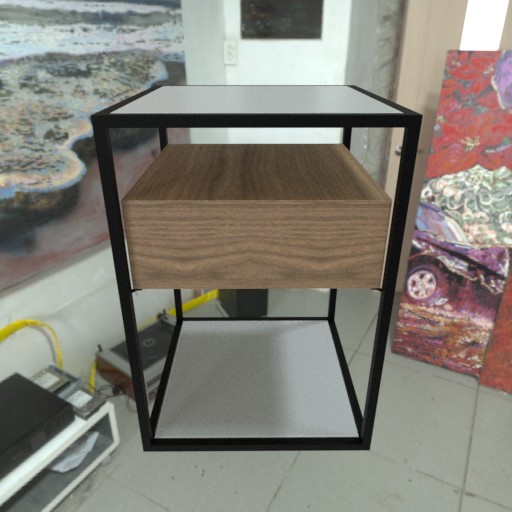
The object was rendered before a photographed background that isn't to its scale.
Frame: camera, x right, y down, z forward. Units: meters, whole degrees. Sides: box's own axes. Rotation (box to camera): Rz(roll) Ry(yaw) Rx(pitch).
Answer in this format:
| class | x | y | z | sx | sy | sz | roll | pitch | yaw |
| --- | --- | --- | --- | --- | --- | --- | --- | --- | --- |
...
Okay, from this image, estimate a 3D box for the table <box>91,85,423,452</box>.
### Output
| class | x | y | z | sx | sy | sz | roll | pitch | yaw |
| --- | --- | --- | --- | --- | --- | --- | --- | --- | --- |
| table | 0.000 | 0.000 | 0.791 | 0.378 | 0.540 | 0.378 | 0 | 26 | 0 |
